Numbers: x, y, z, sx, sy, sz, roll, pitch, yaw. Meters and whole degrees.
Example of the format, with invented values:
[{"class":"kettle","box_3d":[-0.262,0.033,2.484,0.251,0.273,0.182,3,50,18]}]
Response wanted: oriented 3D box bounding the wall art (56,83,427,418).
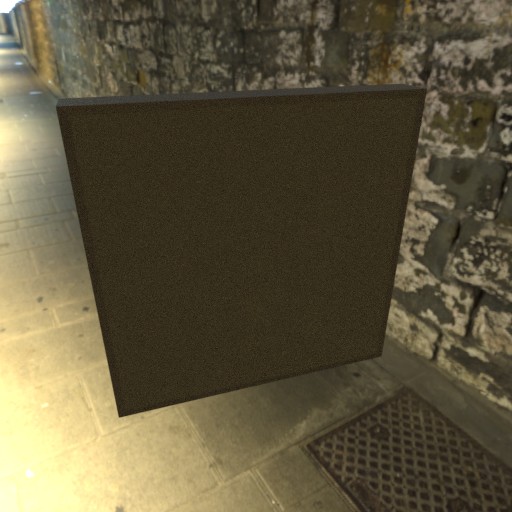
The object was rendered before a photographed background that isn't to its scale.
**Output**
[{"class":"wall art","box_3d":[0.000,0.000,0.436,0.304,0.303,0.038,-9,29,-16]}]
